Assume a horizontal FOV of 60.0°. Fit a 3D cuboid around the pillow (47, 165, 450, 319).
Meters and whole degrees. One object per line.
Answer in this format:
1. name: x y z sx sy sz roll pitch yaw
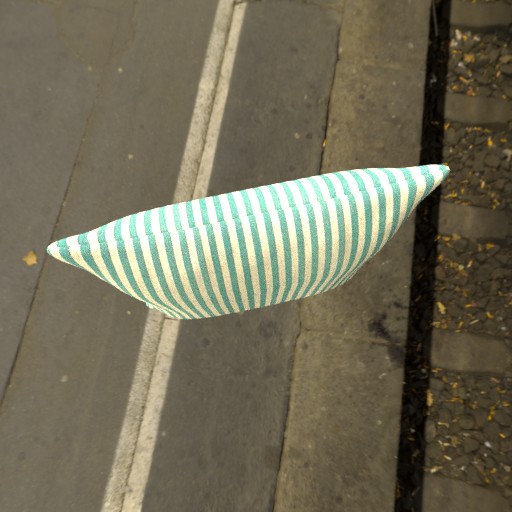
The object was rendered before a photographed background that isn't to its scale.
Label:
1. pillow: 0.000 0.000 0.797 0.523 0.510 0.166 -12 75 -3
